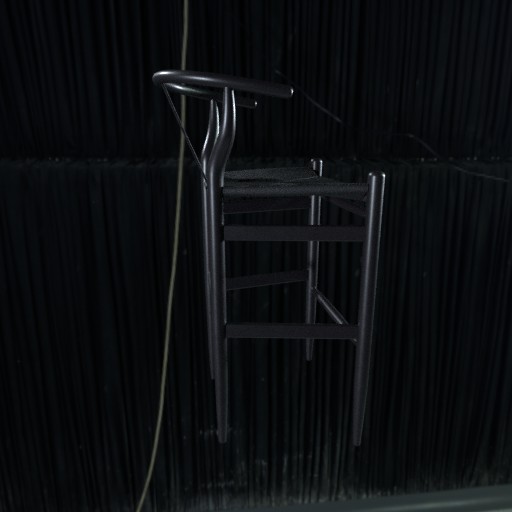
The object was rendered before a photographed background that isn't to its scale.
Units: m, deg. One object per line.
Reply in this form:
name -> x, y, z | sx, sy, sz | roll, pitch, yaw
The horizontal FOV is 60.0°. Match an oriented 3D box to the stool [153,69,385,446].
stool -> 0.000, 0.000, 1.416 | 0.579, 1.072, 0.569 | -3, 16, -9
